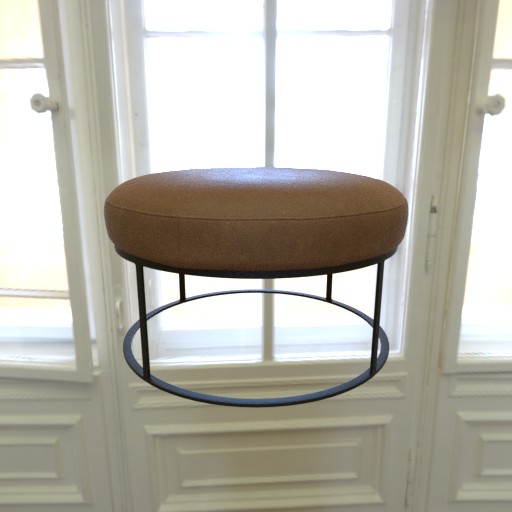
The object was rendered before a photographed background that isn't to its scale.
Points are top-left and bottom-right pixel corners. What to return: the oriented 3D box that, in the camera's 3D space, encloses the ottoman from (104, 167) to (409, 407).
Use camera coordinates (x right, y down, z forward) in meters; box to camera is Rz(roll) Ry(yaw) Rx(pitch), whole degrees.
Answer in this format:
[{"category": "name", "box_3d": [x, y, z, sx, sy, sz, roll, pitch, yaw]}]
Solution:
[{"category": "ottoman", "box_3d": [0.000, 0.000, 1.218, 0.771, 0.460, 0.771, 0, 15, 0]}]
